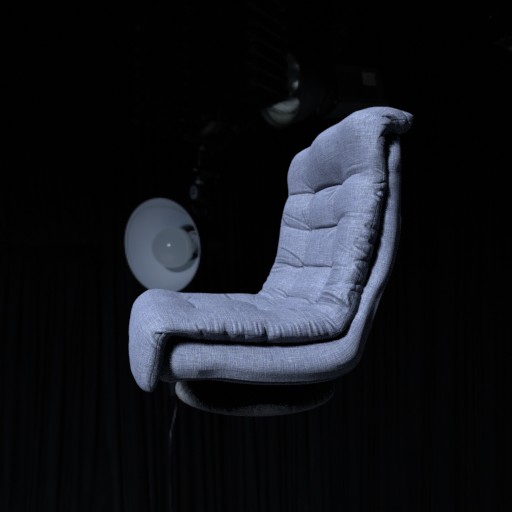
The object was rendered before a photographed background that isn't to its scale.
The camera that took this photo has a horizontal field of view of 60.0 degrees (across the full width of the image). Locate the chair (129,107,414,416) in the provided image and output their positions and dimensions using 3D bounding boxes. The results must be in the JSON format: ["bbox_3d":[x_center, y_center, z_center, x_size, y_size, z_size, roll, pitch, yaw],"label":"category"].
[{"bbox_3d":[0.000,0.000,1.208,0.668,0.749,0.597,0,0,-17],"label":"chair"}]
